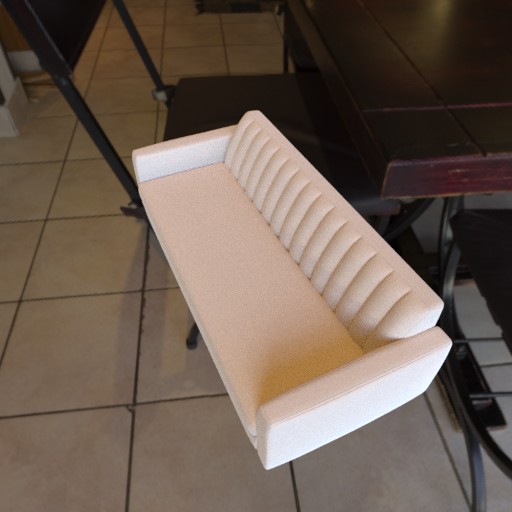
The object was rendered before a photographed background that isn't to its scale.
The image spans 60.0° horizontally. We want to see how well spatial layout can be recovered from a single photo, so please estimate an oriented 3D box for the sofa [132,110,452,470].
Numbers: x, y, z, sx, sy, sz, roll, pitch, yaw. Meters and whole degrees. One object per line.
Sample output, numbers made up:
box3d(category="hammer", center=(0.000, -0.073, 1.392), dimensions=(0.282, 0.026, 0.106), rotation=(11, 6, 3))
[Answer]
box3d(category="sofa", center=(0.000, 0.000, 2.771), dimensions=(0.990, 0.821, 2.291), rotation=(-19, 49, -17))
